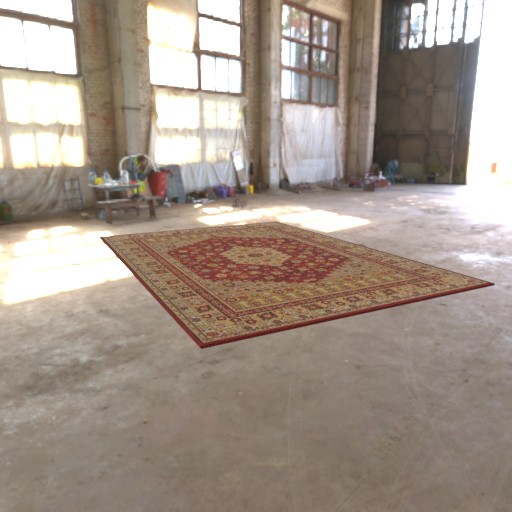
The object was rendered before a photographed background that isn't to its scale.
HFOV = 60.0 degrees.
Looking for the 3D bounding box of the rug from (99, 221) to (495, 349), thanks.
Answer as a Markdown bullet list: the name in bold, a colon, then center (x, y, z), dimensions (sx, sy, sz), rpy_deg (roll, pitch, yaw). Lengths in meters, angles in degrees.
- **rug**: center (0.000, 0.000, 2.853), dimensions (1.593, 0.013, 2.211), rpy_deg (-7, 15, -27)
